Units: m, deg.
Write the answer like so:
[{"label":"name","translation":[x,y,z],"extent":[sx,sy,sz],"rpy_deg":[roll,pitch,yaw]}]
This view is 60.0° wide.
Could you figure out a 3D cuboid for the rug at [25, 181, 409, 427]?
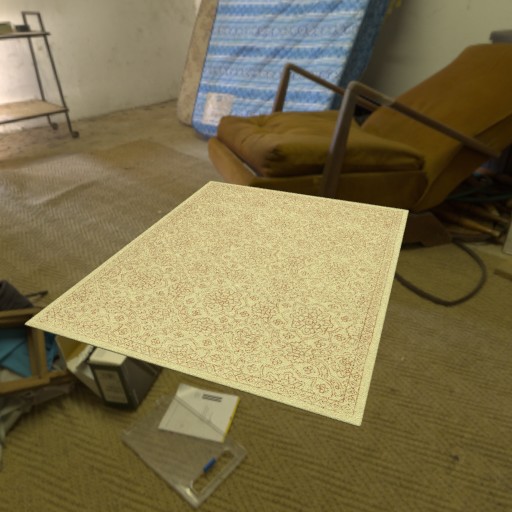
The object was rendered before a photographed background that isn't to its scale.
[{"label":"rug","translation":[0.000,0.000,4.071],"extent":[2.441,0.015,3.050],"rpy_deg":[11,33,18]}]
